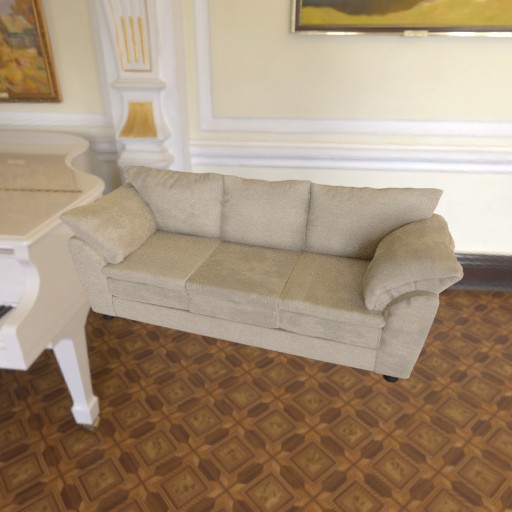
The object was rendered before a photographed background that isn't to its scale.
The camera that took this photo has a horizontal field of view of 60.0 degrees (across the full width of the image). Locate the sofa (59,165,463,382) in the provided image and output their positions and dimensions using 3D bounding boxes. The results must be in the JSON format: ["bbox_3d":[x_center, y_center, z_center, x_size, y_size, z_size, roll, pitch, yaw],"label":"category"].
[{"bbox_3d":[0.000,0.000,2.923,2.377,0.981,0.893,9,28,17],"label":"sofa"}]
